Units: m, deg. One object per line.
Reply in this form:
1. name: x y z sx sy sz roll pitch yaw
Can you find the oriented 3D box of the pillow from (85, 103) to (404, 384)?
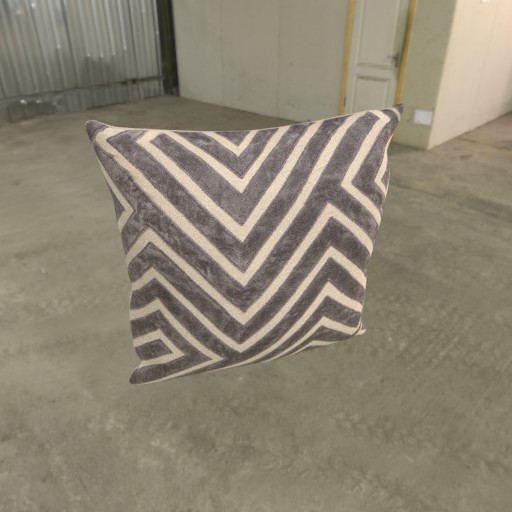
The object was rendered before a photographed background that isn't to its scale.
1. pillow: 0.000 0.000 0.682 0.440 0.441 0.182 -9 32 -14
